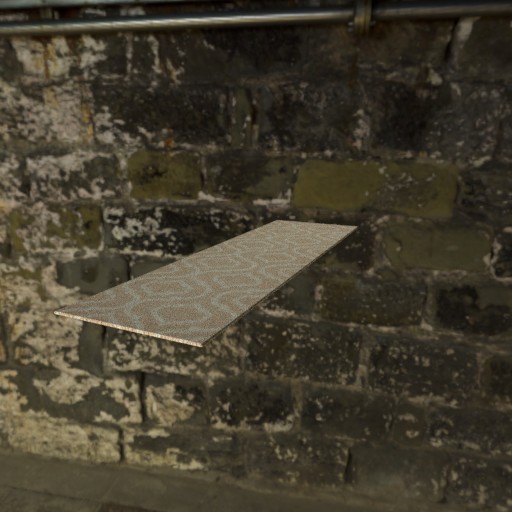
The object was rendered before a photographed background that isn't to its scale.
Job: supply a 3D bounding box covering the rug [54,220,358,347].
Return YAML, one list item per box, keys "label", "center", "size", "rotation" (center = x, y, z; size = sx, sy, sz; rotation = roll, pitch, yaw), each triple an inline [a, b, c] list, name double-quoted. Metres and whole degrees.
- label: "rug"
  center: [0.000, 0.000, 2.612]
  size: [0.691, 0.013, 2.289]
  rotation: [7, 16, 24]
